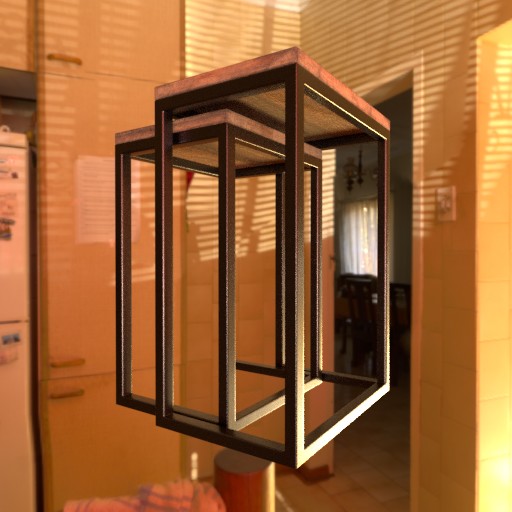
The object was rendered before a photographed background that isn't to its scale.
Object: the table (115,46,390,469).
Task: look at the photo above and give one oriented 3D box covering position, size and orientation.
[{"bbox_3d":[0.000,0.000,0.952,0.460,0.615,0.456,1,1,36],"label":"table"}]
